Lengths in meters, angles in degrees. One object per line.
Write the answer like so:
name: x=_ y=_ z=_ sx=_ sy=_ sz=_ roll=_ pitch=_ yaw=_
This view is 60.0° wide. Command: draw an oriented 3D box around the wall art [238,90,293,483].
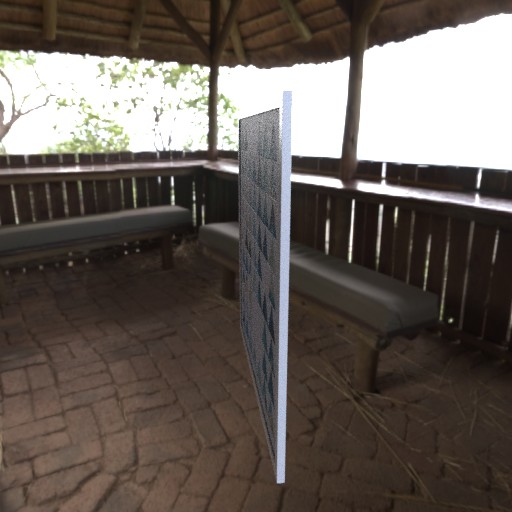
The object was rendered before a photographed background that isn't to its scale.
wall art: x=0.000 y=0.000 z=0.860 sx=0.012 sy=0.557 sz=0.557 roll=-2 pitch=16 yaw=-7
